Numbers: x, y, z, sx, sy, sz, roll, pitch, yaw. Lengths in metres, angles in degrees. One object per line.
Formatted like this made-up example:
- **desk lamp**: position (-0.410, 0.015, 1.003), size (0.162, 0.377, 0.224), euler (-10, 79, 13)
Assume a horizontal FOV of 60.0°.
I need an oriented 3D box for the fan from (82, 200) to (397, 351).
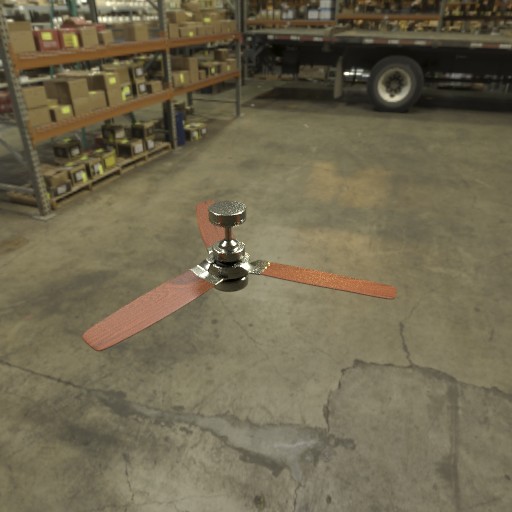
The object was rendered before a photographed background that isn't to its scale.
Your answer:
- **fan**: position (0.000, 0.000, 2.047), size (1.271, 0.410, 1.416), euler (10, 31, 17)
